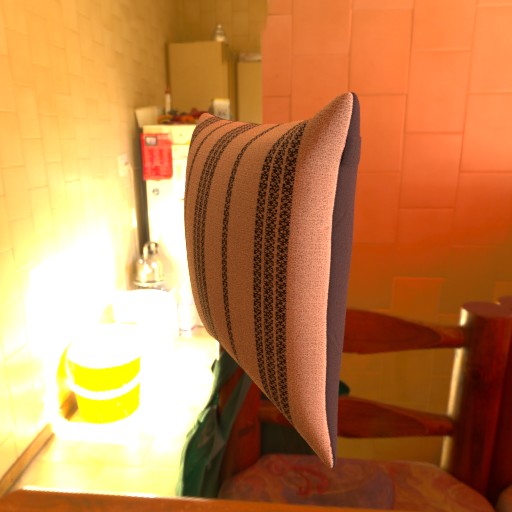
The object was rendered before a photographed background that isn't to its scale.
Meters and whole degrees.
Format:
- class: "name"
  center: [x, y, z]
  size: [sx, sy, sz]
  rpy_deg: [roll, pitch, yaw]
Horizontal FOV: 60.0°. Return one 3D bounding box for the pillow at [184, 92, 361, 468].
- class: "pillow"
  center: [0.000, 0.000, 0.629]
  size: [0.173, 0.406, 0.405]
  rpy_deg: [-7, 17, -25]
